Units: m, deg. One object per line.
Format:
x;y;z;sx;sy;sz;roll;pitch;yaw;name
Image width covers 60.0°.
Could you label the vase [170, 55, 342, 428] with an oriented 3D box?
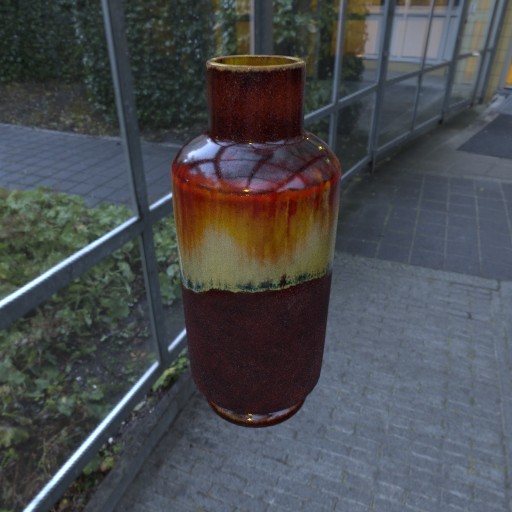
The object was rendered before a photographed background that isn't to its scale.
0.000;0.000;0.321;0.111;0.261;0.111;0;30;0;vase
